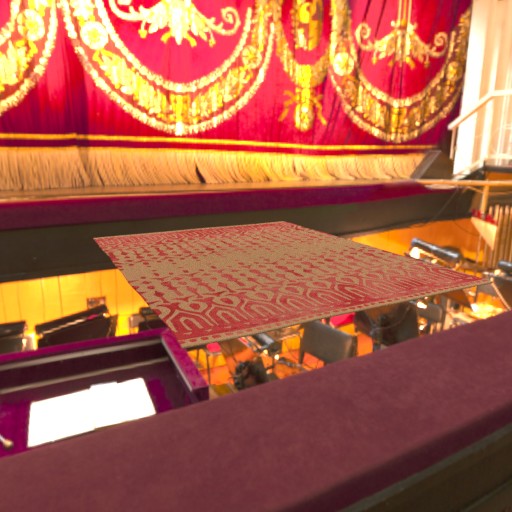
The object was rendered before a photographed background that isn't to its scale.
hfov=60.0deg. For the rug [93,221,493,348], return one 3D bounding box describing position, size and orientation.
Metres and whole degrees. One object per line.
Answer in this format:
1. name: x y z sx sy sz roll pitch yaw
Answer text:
1. rug: 0.000 0.000 4.090 2.441 0.016 3.095 -7 16 -26
